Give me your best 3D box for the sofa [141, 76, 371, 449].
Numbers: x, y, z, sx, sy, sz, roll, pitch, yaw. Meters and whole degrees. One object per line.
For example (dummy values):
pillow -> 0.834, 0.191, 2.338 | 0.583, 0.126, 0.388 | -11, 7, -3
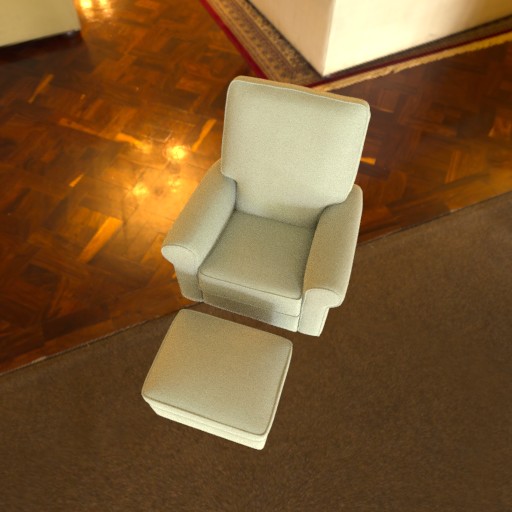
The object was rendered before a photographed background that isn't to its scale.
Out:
sofa -> 0.000, 0.000, 2.070 | 0.880, 0.959, 1.478 | 15, 58, 10
